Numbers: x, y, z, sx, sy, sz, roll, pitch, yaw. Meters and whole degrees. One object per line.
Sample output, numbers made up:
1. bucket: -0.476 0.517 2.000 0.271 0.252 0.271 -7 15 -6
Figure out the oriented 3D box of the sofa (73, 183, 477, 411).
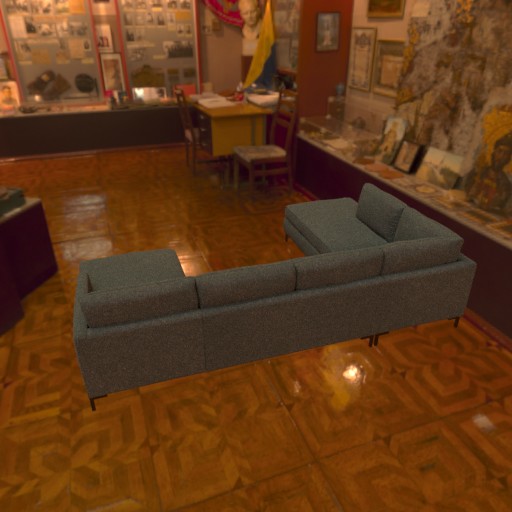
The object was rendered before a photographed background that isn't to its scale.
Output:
1. sofa: 0.000 0.000 3.897 2.956 0.813 2.007 -9 29 -16
